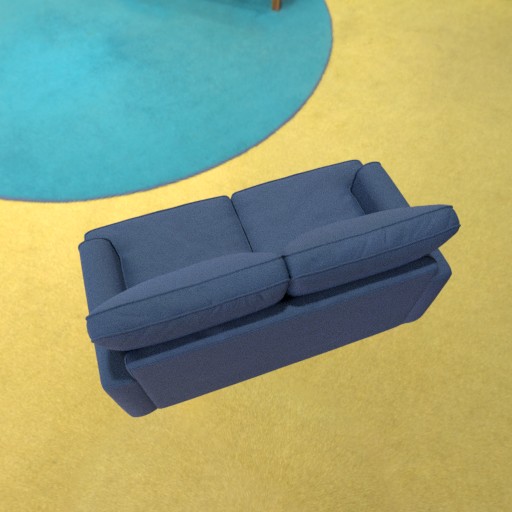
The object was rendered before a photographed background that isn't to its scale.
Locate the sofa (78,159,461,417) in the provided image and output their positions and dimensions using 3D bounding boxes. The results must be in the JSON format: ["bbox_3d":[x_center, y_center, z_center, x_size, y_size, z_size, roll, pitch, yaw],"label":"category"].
[{"bbox_3d":[0.000,0.000,2.235,1.651,0.965,0.965,-17,59,-10],"label":"sofa"}]
